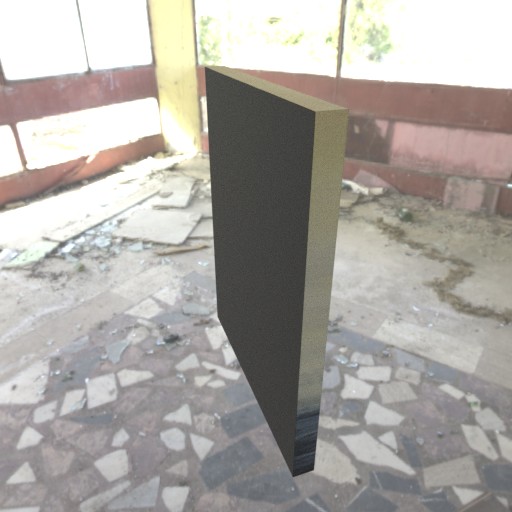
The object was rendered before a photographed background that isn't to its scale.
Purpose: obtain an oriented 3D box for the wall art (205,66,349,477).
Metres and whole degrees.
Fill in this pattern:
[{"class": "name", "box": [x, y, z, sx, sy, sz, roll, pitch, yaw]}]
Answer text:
[{"class": "wall art", "box": [0.000, 0.000, 0.824, 0.040, 0.608, 0.489, -10, 30, -17]}]
